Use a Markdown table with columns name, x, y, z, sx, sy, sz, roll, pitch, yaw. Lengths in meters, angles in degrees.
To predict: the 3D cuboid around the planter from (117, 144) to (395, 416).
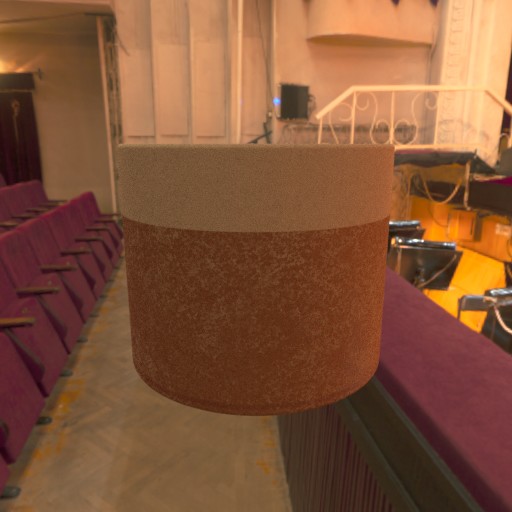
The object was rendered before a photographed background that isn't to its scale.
| name | x | y | z | sx | sy | sz | roll | pitch | yaw |
| --- | --- | --- | --- | --- | --- | --- | --- | --- | --- |
| planter | 0.000 | 0.000 | 0.281 | 0.159 | 0.138 | 0.159 | 0 | 14 | 0 |
